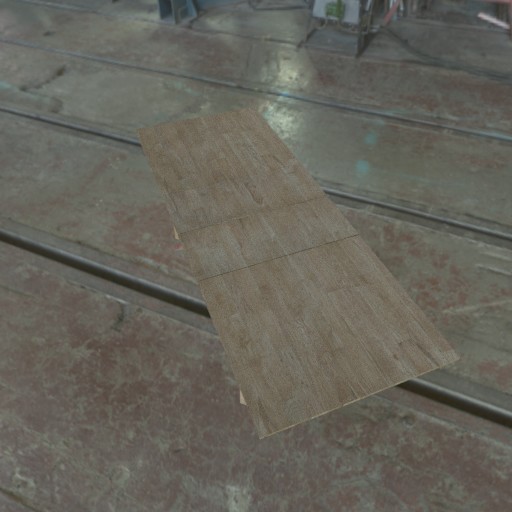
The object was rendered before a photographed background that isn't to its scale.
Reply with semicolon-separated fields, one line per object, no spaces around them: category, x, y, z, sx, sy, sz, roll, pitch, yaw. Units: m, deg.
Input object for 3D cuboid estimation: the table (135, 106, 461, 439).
table;0.000;0.000;3.034;1.000;0.752;2.603;-16;48;-15
